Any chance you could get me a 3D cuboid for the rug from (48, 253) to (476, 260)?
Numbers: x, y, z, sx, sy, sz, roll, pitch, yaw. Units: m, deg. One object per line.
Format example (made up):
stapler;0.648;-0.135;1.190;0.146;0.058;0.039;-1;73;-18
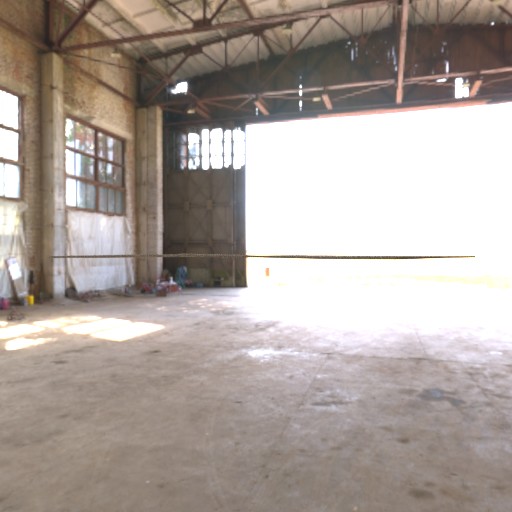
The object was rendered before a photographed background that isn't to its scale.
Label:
rug;0.000;0.000;2.211;1.804;0.022;1.162;0;0;36
